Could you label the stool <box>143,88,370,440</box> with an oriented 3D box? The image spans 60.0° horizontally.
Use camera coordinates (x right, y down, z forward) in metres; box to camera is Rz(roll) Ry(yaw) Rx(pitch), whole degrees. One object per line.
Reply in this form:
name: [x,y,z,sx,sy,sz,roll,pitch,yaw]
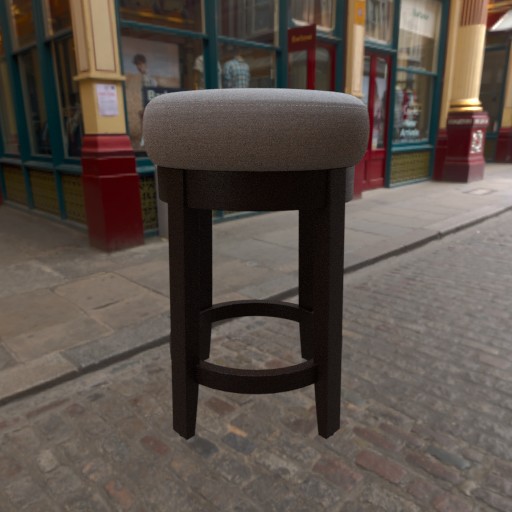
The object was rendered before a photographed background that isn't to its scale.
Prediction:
stool: [0.000,0.000,0.960,0.443,0.672,0.443,0,16,0]
